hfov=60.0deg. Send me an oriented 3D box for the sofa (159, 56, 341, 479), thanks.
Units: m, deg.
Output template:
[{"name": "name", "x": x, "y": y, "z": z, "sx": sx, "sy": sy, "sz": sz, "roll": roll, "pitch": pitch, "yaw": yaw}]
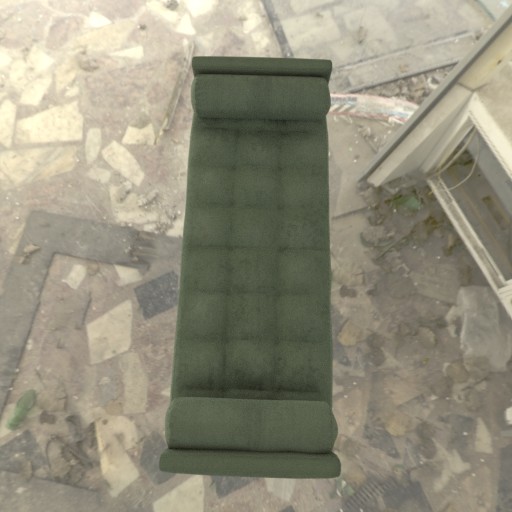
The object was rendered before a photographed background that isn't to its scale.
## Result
[{"name": "sofa", "x": 0.000, "y": 0.000, "z": 2.453, "sx": 0.817, "sy": 0.681, "sz": 2.130, "roll": 2, "pitch": 74, "yaw": 0}]
